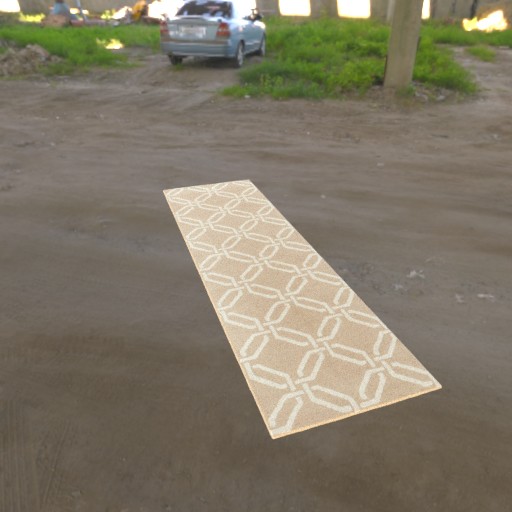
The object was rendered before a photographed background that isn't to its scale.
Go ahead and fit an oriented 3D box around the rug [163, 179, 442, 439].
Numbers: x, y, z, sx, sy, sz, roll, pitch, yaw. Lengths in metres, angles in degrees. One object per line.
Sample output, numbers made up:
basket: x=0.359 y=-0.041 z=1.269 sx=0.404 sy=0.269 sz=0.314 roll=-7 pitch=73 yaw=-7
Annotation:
rug: x=0.000 y=0.000 z=2.478 sx=0.678 sy=0.014 sz=2.276 roll=-10 pitch=32 yaw=-16
